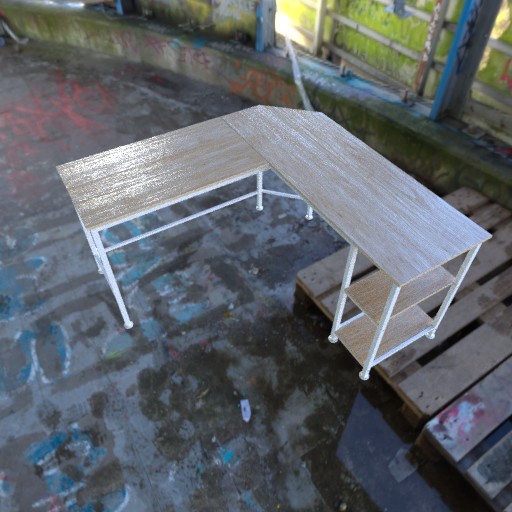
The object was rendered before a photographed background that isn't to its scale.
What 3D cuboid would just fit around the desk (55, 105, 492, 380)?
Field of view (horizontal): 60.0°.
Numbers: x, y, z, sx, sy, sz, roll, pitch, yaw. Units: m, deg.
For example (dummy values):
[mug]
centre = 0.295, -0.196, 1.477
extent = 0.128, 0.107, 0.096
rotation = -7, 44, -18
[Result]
[desk]
centre = 0.000, 0.000, 2.203
extent = 1.379, 0.739, 1.379
rotation = -24, 51, -21
